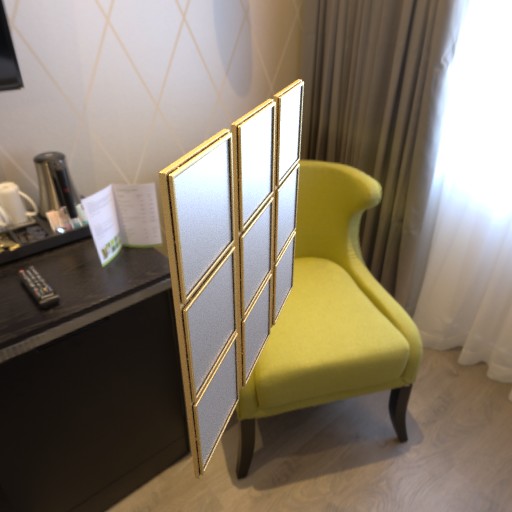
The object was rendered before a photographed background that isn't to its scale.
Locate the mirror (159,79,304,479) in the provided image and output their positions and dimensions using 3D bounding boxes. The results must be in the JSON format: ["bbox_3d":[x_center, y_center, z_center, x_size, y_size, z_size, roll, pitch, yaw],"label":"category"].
[{"bbox_3d":[0.000,0.000,1.448,0.023,0.926,1.011,10,33,16],"label":"mirror"}]
